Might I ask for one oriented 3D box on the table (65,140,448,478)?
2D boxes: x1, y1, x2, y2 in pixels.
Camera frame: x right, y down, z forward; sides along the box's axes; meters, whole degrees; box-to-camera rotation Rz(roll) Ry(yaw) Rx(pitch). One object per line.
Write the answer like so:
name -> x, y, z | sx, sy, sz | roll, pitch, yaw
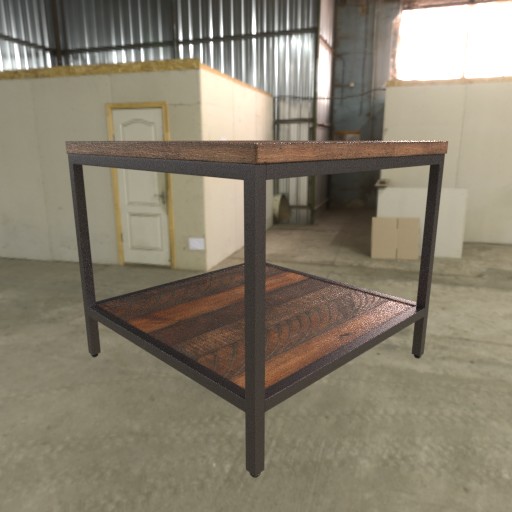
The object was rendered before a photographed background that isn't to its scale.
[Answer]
table -> 0.000, 0.000, 0.960 | 0.548, 0.482, 0.553 | -14, 20, -43
